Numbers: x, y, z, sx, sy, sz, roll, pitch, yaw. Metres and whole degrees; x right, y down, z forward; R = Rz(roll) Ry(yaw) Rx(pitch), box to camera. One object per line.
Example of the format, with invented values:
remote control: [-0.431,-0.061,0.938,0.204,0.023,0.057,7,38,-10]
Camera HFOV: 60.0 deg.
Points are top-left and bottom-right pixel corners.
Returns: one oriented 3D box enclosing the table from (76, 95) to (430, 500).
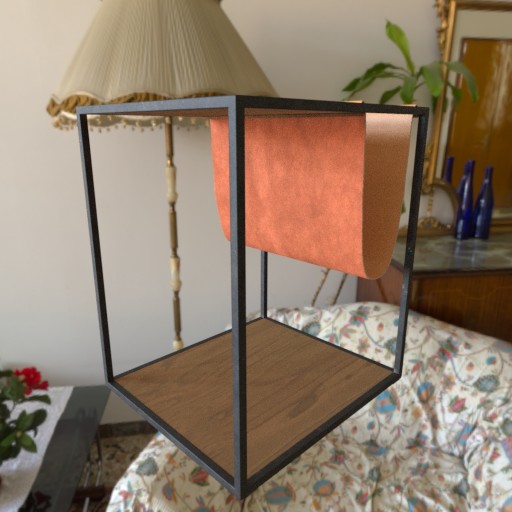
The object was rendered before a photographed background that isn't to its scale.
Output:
table: [0.000,0.000,0.825,0.450,0.536,0.399,-15,22,-42]
